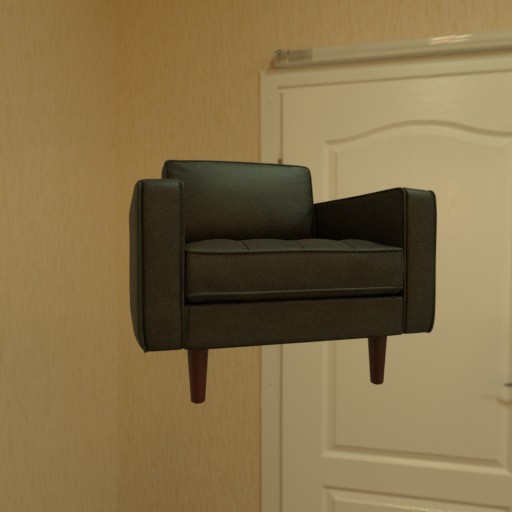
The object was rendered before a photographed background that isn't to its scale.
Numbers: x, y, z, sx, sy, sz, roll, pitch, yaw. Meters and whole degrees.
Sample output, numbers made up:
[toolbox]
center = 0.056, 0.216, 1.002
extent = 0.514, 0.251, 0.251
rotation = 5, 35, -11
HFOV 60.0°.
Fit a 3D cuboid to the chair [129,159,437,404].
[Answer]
[chair]
center = 0.000, 0.000, 1.619
extent = 0.889, 0.763, 0.914
rotation = -1, 2, -17
